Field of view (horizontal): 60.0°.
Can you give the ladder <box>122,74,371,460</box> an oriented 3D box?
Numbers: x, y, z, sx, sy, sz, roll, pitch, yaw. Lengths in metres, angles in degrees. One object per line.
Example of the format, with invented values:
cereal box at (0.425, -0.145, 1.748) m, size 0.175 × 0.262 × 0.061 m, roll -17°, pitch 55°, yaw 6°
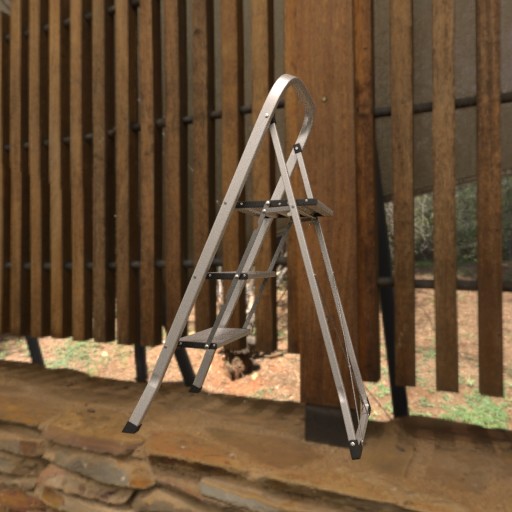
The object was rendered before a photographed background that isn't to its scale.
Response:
ladder at (0.000, 0.000, 1.457) m, size 0.704 × 1.070 × 0.465 m, roll 0°, pitch -1°, yaw 18°
